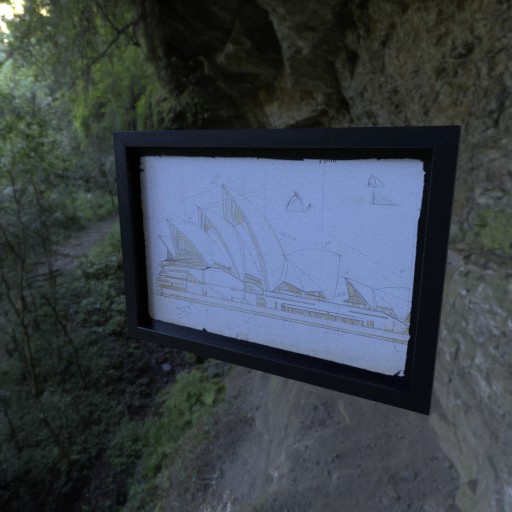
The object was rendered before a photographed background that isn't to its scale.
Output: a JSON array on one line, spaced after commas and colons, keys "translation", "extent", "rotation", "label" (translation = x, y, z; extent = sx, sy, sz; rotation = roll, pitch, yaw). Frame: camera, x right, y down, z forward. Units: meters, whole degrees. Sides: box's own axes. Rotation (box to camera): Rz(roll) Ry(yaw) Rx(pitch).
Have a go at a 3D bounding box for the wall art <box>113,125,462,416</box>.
[{"translation": [0.000, 0.000, 0.832], "extent": [0.657, 0.458, 0.027], "rotation": [7, 16, 27], "label": "wall art"}]
